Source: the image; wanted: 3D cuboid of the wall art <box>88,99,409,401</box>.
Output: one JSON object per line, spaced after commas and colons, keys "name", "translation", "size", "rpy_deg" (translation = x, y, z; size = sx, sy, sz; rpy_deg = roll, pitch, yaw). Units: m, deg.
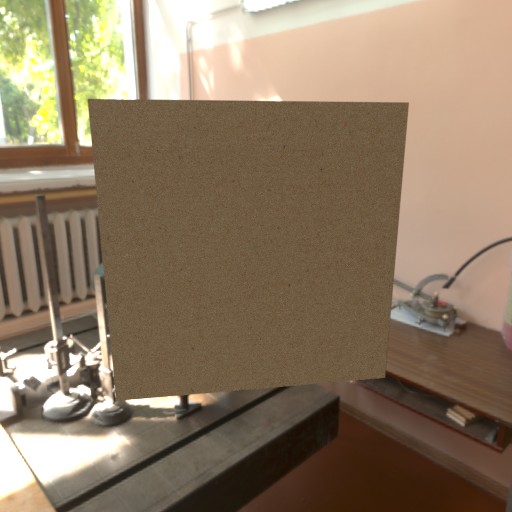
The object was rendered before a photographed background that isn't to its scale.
{"name": "wall art", "translation": [0.000, 0.000, 1.173], "size": [0.773, 0.775, 0.031], "rpy_deg": [-2, 16, -9]}
